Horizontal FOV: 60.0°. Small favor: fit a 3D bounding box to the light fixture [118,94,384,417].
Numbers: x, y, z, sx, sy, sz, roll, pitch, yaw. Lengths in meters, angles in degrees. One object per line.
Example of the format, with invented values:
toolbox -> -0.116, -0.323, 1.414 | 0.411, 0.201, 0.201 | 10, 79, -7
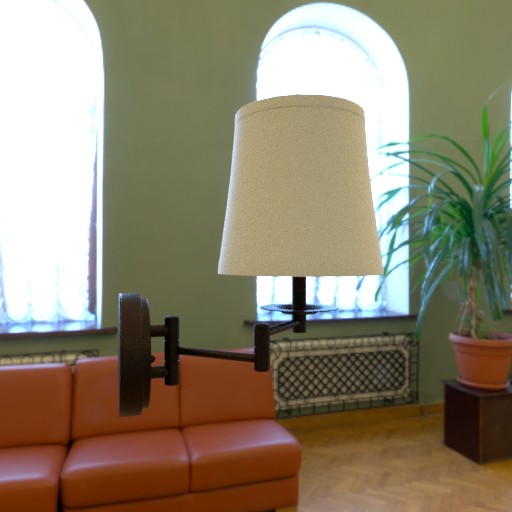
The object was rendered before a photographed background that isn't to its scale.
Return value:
light fixture -> 0.000, 0.000, 0.265 | 0.157, 0.172, 0.100 | 0, 0, -18
